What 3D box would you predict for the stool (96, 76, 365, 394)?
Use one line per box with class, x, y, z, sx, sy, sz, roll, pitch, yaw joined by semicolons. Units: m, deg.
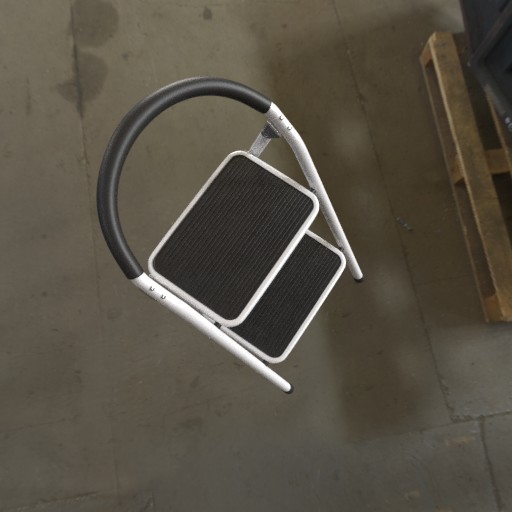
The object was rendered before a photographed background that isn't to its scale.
stool;0.000;0.000;1.075;0.559;0.760;0.453;34;78;8
